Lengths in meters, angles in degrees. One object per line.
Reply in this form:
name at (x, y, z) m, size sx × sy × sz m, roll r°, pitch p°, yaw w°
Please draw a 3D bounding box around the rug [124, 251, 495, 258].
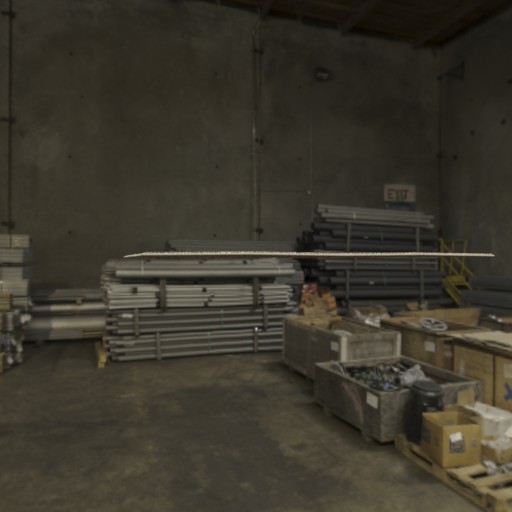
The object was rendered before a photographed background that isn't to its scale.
rug at (0.000, 0.000, 3.904) m, size 2.158 × 0.024 × 3.063 m, roll 0°, pitch 0°, yaw -18°
